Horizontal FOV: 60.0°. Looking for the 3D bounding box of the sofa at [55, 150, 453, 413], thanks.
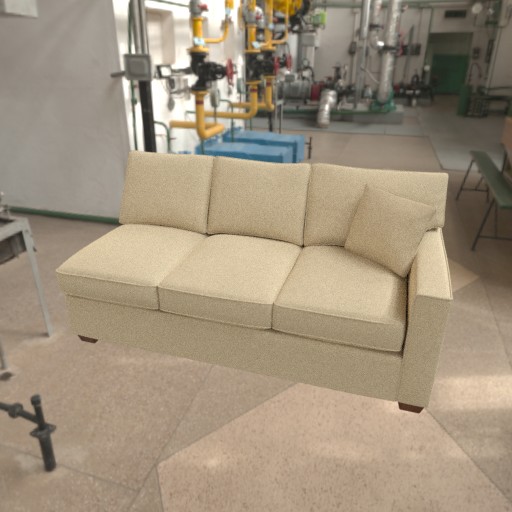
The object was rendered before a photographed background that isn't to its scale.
[{"bbox_3d":[0.000,0.000,2.515,1.963,0.946,1.034,8,26,16],"label":"sofa"}]
